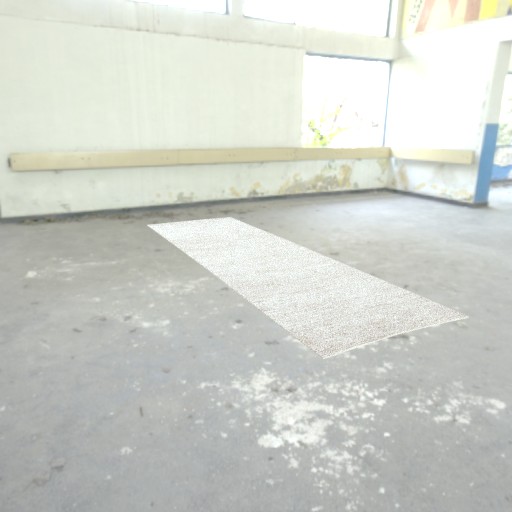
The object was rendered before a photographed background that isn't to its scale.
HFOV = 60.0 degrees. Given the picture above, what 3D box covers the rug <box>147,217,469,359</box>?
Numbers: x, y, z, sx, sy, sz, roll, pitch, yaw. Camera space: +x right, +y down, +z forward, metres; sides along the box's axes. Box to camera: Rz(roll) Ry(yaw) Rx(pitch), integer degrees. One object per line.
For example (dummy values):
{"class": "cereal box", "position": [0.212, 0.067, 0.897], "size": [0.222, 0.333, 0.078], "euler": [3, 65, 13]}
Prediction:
{"class": "rug", "position": [0.000, 0.000, 2.589], "size": [0.712, 0.013, 2.346], "euler": [-8, 18, -26]}
